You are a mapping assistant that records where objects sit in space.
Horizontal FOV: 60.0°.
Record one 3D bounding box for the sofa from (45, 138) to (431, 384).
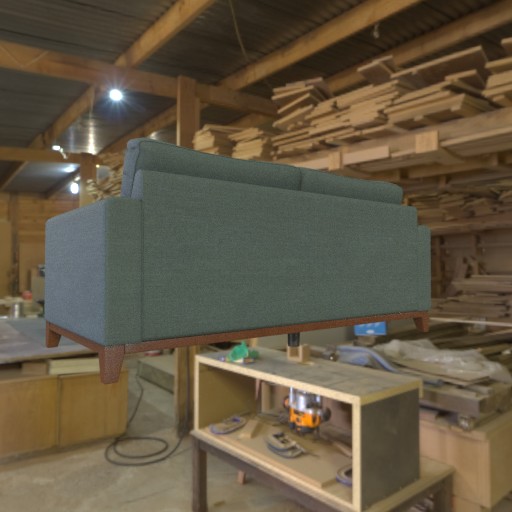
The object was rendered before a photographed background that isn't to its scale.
[{"bbox_3d":[0.000,0.000,2.347,1.900,0.865,0.877,1,-1,-37],"label":"sofa"}]
